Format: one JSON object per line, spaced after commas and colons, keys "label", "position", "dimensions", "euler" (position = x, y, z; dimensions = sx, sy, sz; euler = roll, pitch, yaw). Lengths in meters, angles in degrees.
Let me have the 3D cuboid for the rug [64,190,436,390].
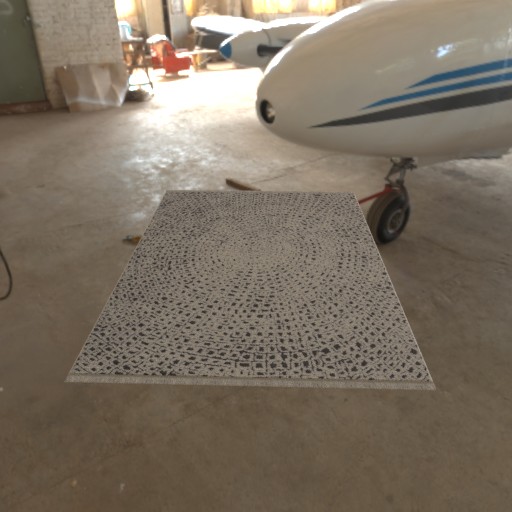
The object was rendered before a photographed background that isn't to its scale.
{"label": "rug", "position": [0.000, 0.000, 2.118], "dimensions": [1.190, 0.003, 1.634], "euler": [1, 31, 1]}
